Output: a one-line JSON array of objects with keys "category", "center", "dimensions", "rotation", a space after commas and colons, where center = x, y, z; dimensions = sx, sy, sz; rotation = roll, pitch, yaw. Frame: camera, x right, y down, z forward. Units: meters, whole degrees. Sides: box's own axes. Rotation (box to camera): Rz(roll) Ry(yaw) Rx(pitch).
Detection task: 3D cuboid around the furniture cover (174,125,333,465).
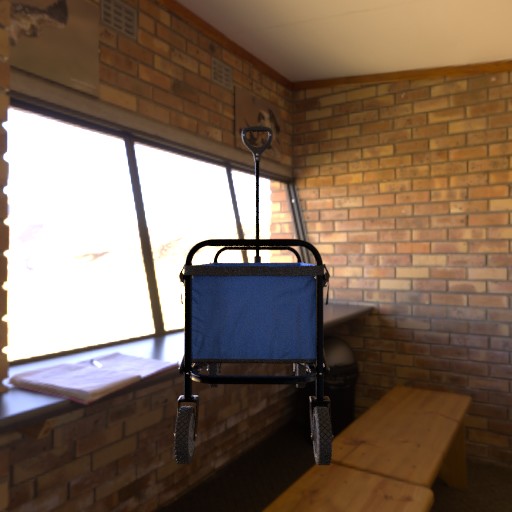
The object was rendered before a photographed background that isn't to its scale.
[{"category": "furniture cover", "center": [0.000, 0.000, 1.827], "dimensions": [0.532, 1.295, 1.038], "rotation": [0, 0, 1]}]
